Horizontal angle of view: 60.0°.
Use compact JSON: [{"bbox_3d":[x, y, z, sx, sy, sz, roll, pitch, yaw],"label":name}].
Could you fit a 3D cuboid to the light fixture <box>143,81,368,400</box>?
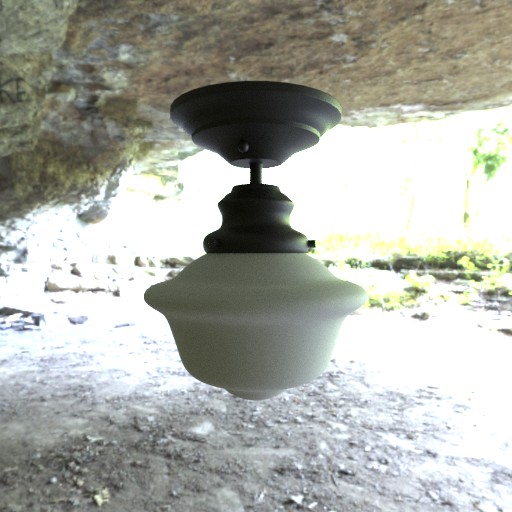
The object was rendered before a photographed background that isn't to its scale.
[{"bbox_3d":[0.000,0.000,0.396,0.197,0.254,0.197,0,0,0],"label":"light fixture"}]
